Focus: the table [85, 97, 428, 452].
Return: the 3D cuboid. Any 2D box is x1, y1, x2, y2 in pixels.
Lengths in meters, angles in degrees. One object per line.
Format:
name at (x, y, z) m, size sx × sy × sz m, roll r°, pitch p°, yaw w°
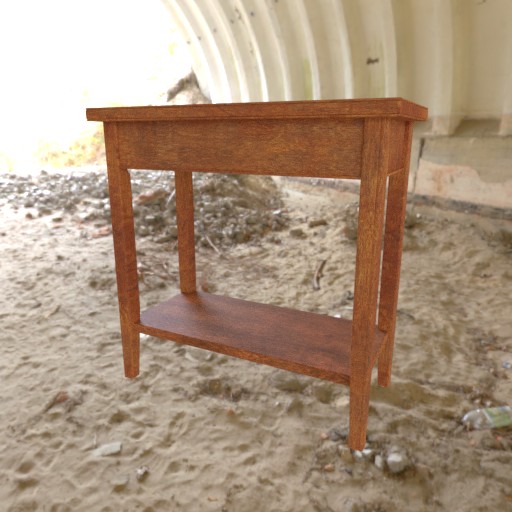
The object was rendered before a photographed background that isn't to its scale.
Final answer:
table at (0.000, 0.000, 0.960) m, size 0.610 × 0.610 × 0.305 m, roll 8°, pitch 17°, yaw 26°
